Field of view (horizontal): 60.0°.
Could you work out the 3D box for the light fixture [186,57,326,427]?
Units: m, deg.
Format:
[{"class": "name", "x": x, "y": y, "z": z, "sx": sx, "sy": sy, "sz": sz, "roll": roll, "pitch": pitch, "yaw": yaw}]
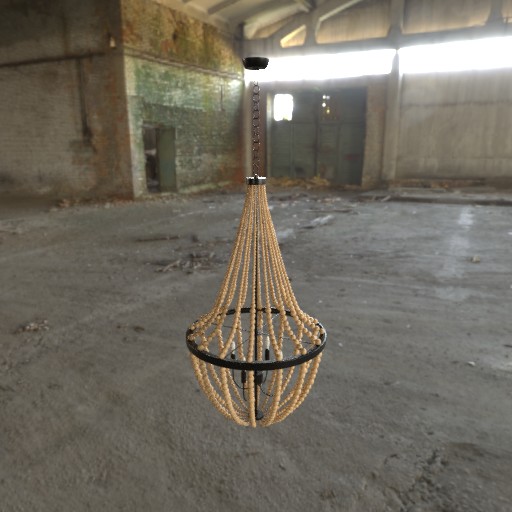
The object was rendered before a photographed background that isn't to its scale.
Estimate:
[{"class": "light fixture", "x": 0.000, "y": 0.000, "z": 1.376, "sx": 0.450, "sy": 1.133, "sz": 0.450, "roll": 0, "pitch": 14, "yaw": 0}]
